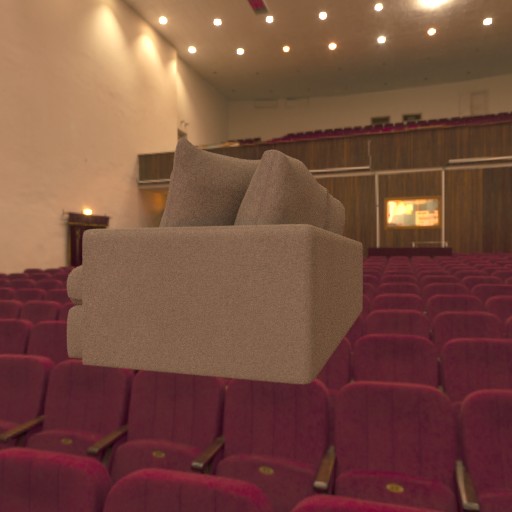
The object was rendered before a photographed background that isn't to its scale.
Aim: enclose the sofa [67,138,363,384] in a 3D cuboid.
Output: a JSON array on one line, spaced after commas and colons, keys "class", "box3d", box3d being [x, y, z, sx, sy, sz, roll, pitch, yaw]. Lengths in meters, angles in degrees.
[{"class": "sofa", "box3d": [0.000, 0.000, 2.988, 1.228, 1.084, 2.380, 0, 0, 18]}]
